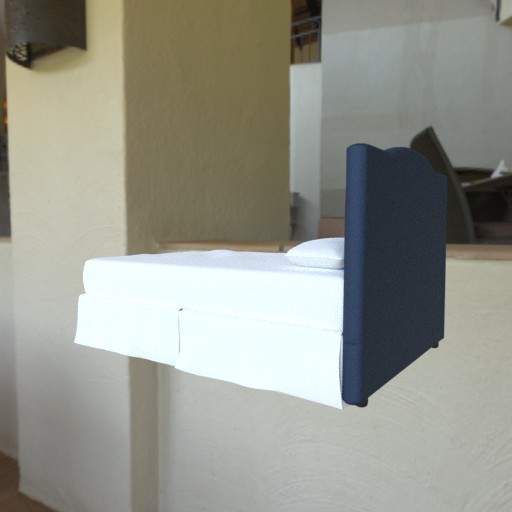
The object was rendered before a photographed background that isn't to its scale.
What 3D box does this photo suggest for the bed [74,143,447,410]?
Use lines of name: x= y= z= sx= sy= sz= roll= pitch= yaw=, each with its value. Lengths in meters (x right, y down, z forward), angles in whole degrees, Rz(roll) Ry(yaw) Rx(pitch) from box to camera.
bed: x=0.000 y=0.000 z=3.574 sx=2.507 sy=1.441 sz=1.741 roll=2 pitch=4 yaw=36
